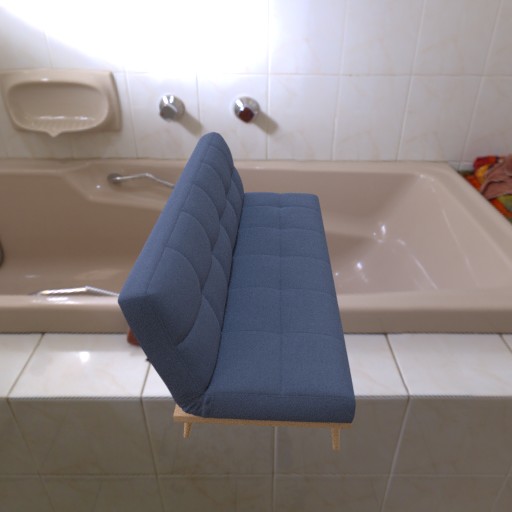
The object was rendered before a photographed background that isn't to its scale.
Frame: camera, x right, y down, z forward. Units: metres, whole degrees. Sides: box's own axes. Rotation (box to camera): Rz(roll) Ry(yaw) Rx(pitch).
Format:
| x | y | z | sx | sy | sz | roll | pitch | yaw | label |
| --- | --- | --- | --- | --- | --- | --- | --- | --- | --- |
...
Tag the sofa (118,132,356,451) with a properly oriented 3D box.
| x | y | z | sx | sy | sz | roll | pitch | yaw | label |
| --- | --- | --- | --- | --- | --- | --- | --- | --- | --- |
| 0.000 | 0.000 | 2.294 | 0.796 | 0.800 | 1.800 | 1 | 31 | 2 | sofa |
